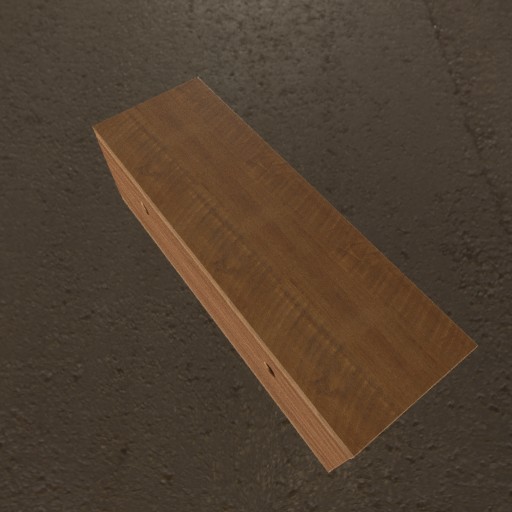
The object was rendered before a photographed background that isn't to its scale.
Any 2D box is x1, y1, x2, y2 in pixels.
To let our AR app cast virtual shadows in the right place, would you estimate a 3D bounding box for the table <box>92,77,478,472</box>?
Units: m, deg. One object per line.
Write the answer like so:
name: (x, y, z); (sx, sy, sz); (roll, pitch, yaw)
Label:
table: (0.000, 0.000, 1.735); (0.499, 0.491, 1.499); (-33, 65, -18)
